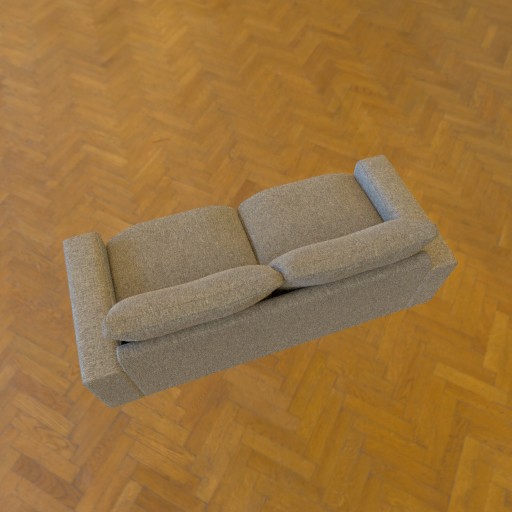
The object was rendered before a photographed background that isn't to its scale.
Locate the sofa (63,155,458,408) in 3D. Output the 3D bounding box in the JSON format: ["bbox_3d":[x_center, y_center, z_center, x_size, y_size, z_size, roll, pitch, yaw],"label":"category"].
[{"bbox_3d":[0.000,0.000,2.878,2.299,0.922,1.040,-16,60,-10],"label":"sofa"}]
